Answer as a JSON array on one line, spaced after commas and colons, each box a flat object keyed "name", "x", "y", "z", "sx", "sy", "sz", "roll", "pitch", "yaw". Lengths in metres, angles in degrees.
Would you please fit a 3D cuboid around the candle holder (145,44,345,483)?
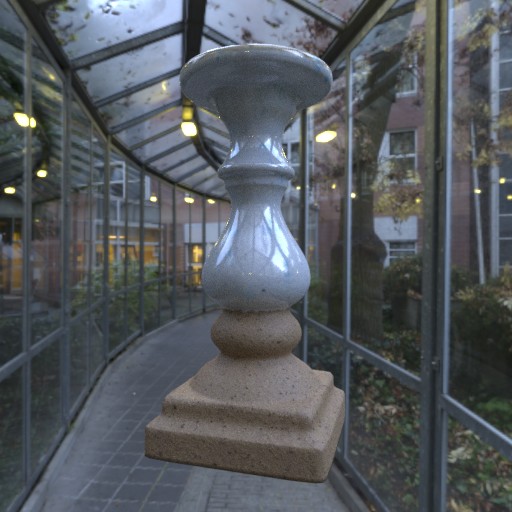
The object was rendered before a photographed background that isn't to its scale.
[{"name": "candle holder", "x": 0.000, "y": 0.000, "z": 0.298, "sx": 0.110, "sy": 0.239, "sz": 0.110, "roll": 0, "pitch": 0, "yaw": 17}]
